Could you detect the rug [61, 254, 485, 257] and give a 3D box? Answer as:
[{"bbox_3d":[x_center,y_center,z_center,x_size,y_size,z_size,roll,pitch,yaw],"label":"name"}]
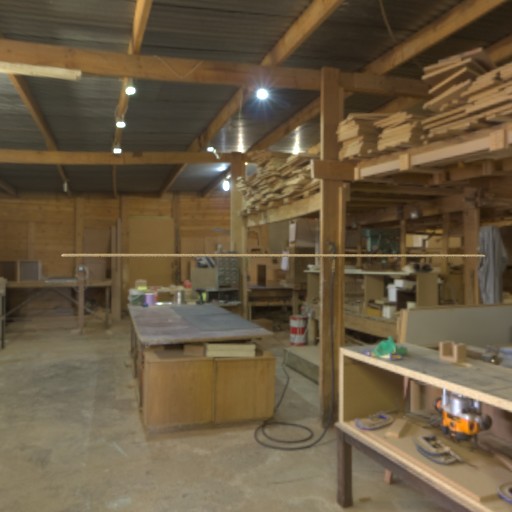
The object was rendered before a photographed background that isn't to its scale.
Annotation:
[{"bbox_3d":[0.000,0.000,2.765,2.115,0.013,1.517,0,0,-19],"label":"rug"}]
